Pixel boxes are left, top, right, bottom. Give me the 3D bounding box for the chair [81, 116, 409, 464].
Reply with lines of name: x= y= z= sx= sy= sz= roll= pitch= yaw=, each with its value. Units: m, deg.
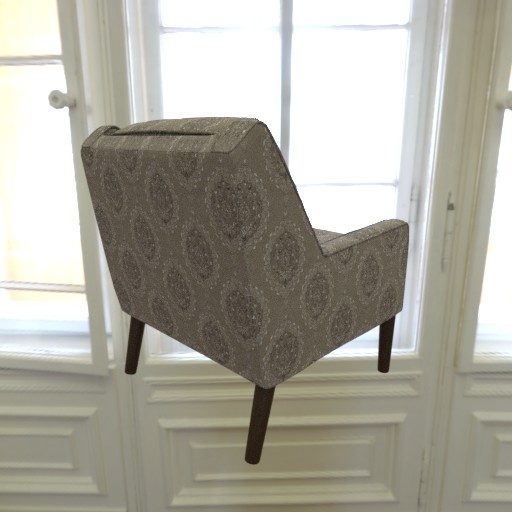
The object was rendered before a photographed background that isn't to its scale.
chair: x=0.000 y=0.000 z=1.355 sx=0.750 sy=0.797 sz=0.665 roll=-14 pitch=21 yaw=-43
